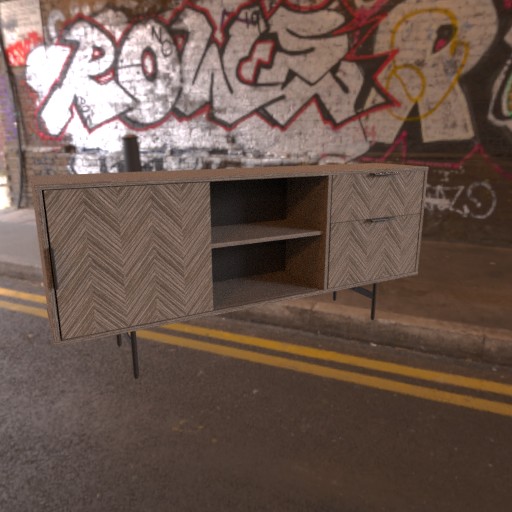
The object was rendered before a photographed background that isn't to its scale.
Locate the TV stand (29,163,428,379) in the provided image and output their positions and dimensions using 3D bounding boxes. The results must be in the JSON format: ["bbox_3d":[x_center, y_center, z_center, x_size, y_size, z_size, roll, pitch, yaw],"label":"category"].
[{"bbox_3d":[0.000,0.000,2.083,1.804,0.787,0.405,-8,17,-27],"label":"TV stand"}]
